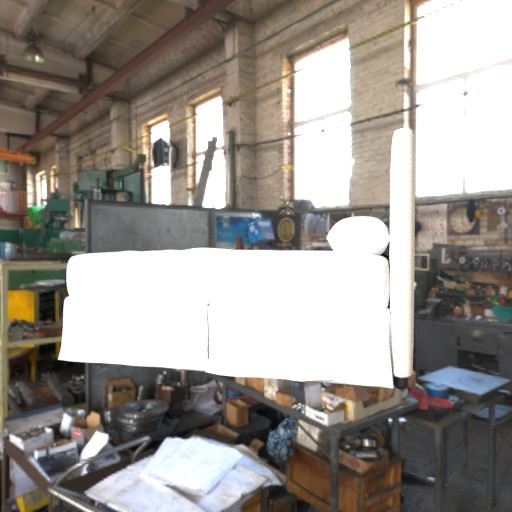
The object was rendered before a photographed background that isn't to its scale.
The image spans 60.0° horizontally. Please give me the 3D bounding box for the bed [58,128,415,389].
[{"bbox_3d":[0.000,0.000,3.260,2.142,1.330,1.713,0,1,17],"label":"bed"}]
